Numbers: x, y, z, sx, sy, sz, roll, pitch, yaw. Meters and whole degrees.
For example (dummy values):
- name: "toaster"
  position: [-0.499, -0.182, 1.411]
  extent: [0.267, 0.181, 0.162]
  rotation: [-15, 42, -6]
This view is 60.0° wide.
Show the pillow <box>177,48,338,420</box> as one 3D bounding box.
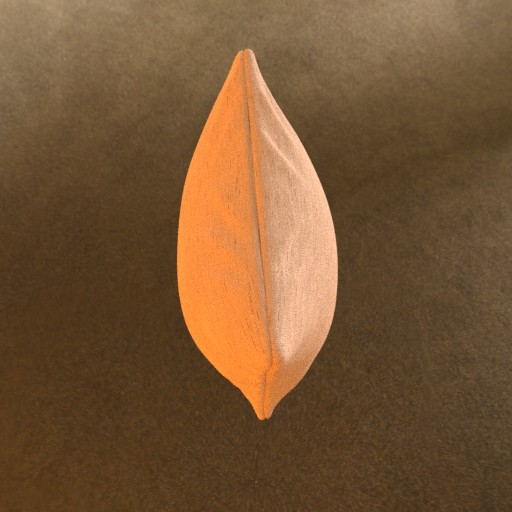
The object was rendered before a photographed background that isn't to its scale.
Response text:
- name: "pillow"
  position: [0.000, 0.000, 0.683]
  extent: [0.246, 0.415, 0.432]
  rotation: [-4, 63, -2]
